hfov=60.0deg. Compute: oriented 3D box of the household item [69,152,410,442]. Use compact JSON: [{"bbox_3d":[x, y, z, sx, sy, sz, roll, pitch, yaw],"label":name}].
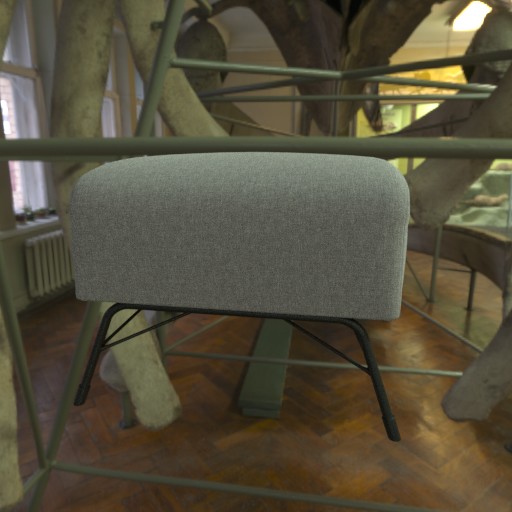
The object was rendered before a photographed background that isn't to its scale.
[{"bbox_3d":[0.000,0.000,0.898,0.530,0.410,0.530,2,14,10],"label":"household item"}]
